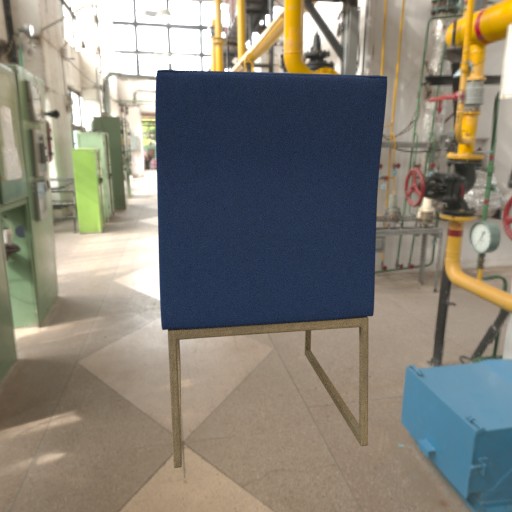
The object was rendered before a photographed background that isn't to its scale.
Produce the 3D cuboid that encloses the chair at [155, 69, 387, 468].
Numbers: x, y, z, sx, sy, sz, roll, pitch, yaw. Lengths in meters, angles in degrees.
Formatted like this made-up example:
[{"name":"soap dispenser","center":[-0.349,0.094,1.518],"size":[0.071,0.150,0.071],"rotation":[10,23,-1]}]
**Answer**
[{"name":"chair","center":[0.000,0.000,1.208],"size":[0.508,0.863,0.522],"rotation":[-2,14,-9]}]
